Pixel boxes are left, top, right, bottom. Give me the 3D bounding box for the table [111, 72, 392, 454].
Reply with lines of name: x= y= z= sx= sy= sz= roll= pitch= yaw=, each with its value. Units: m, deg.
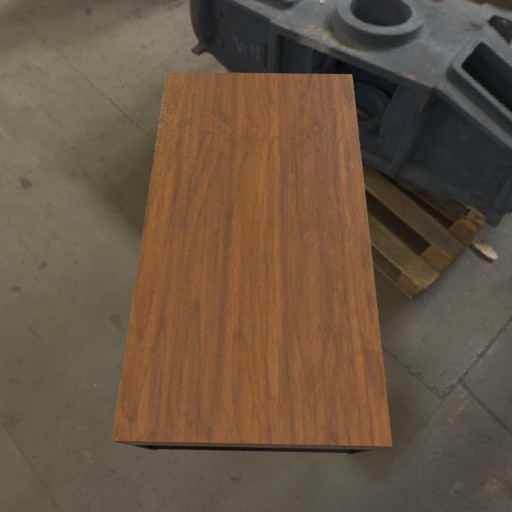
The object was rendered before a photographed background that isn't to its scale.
table: x=0.000 y=0.000 z=1.323 sx=0.574 sy=0.414 sz=1.057 roll=1 pitch=64 yaw=0
